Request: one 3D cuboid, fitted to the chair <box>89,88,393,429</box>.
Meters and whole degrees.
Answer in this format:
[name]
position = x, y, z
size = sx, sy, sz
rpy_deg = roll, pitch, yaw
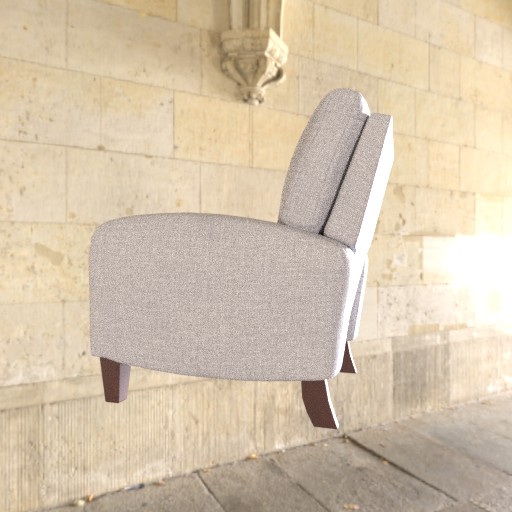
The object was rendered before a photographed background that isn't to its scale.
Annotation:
[chair]
position = 0.000, 0.000, 1.680
size = 0.990, 0.990, 0.762
rpy_deg = 0, 0, 18
